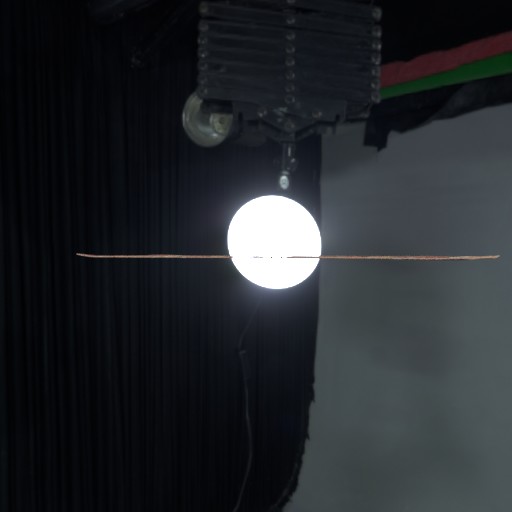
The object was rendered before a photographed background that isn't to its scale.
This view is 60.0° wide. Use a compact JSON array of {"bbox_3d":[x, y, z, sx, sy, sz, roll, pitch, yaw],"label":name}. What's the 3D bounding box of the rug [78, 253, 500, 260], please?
[{"bbox_3d":[0.000,0.000,2.616,2.444,0.030,0.799,0,0,36],"label":"rug"}]
